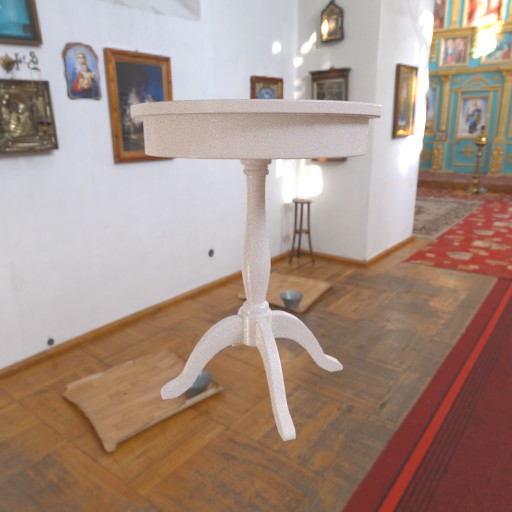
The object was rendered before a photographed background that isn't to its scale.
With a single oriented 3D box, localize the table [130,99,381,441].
[{"bbox_3d":[0.000,0.000,1.025,0.513,0.653,0.513,0,16,0],"label":"table"}]
